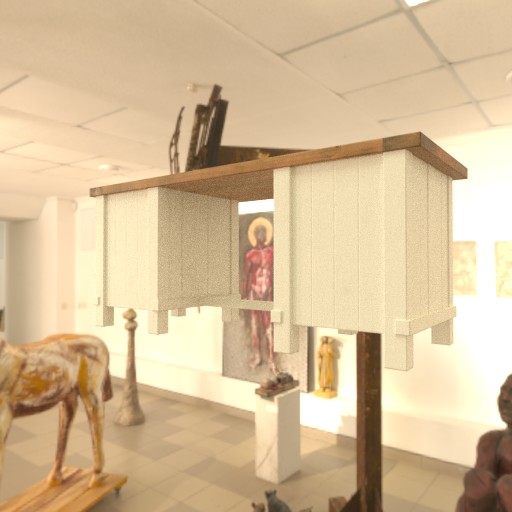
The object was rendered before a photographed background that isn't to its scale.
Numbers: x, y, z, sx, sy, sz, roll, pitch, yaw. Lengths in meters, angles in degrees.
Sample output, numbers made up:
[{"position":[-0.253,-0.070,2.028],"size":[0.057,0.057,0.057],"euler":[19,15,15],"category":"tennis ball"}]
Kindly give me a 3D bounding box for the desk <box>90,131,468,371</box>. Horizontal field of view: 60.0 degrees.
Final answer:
[{"position":[0.000,0.000,2.204],"size":[1.803,0.760,0.688],"euler":[-1,-1,37],"category":"desk"}]
